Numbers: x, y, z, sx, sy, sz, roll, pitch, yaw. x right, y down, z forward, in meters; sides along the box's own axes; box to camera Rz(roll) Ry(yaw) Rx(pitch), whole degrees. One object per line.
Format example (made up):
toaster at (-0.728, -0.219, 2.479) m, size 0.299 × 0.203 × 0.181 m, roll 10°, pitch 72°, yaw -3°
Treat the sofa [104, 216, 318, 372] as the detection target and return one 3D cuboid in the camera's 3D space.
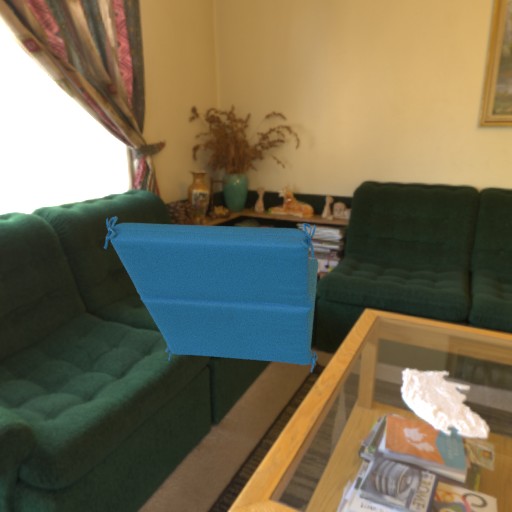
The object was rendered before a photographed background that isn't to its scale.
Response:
sofa at (0.000, 0.000, 1.950) m, size 0.582 × 0.622 × 1.663 m, roll 3°, pitch 16°, yaw 9°
